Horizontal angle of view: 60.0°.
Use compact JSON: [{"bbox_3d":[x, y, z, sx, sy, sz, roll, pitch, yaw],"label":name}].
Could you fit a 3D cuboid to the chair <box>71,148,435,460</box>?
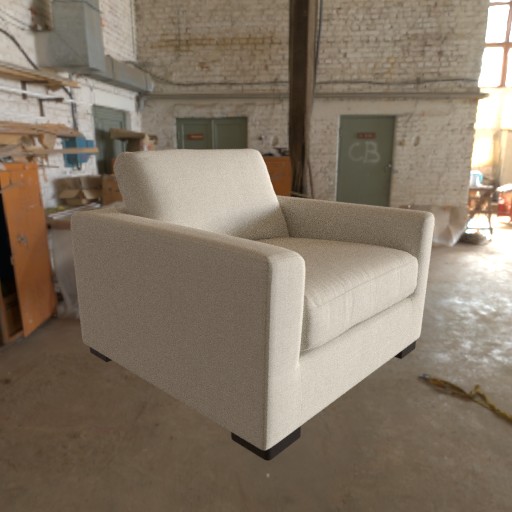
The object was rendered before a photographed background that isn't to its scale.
[{"bbox_3d":[0.000,0.000,1.866,1.100,0.876,1.070,12,18,41],"label":"chair"}]
